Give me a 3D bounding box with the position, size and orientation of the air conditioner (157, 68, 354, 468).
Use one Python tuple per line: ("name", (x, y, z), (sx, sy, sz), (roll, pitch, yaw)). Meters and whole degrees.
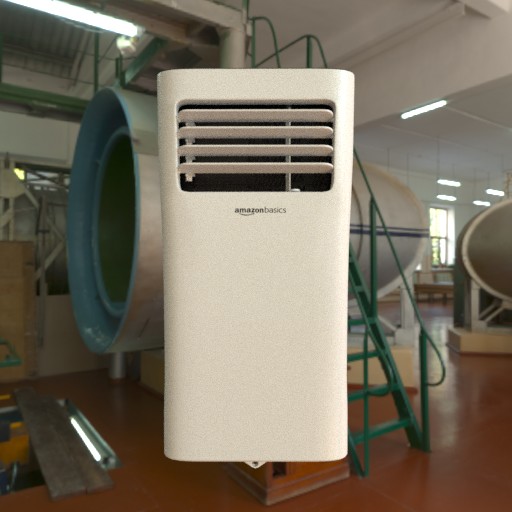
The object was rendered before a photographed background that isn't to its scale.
("air conditioner", (0.000, 0.000, 0.903), (0.352, 0.716, 0.369), (0, -1, 0))
